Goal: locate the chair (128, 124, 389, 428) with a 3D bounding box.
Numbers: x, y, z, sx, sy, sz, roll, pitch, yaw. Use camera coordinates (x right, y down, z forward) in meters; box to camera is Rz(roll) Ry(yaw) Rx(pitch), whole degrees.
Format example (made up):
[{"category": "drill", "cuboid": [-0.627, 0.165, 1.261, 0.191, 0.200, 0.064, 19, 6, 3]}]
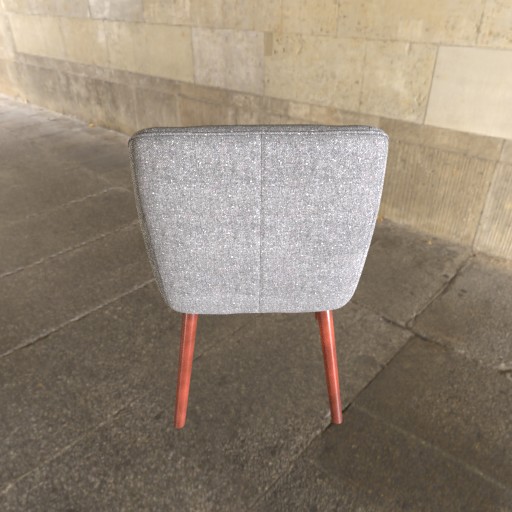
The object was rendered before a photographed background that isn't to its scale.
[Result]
[{"category": "chair", "cuboid": [0.000, 0.000, 1.171, 0.543, 0.803, 0.519, -1, 31, -2]}]
